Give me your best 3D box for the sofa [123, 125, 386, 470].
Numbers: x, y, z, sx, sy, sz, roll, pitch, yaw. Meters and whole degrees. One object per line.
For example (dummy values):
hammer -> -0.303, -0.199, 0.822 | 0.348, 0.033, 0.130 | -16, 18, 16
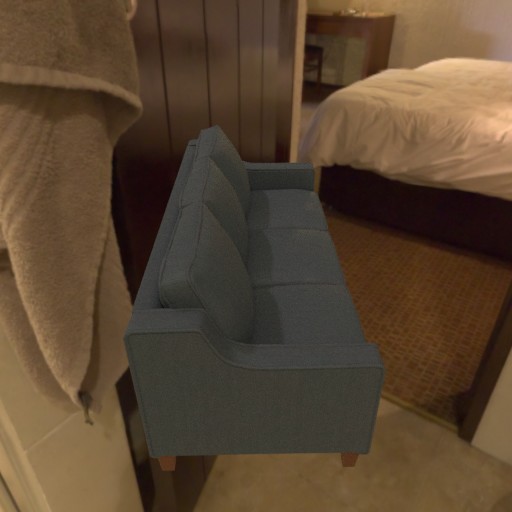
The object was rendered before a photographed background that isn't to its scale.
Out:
sofa -> 0.000, 0.000, 2.458 | 0.911, 0.974, 1.986 | -1, 32, -1
